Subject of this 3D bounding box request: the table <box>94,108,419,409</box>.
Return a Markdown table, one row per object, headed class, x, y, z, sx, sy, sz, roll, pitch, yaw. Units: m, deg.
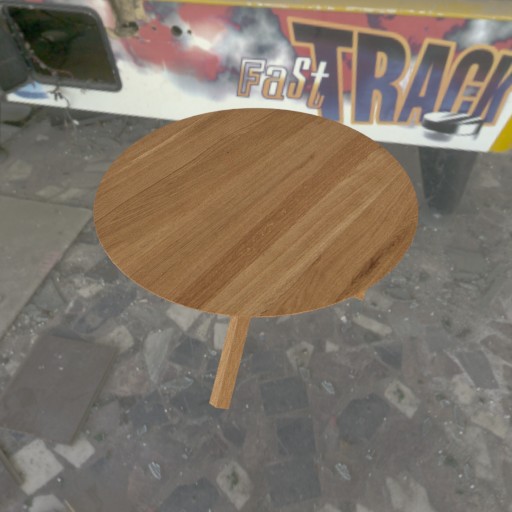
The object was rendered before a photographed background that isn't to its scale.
| class | x | y | z | sx | sy | sz | roll | pitch | yaw |
| --- | --- | --- | --- | --- | --- | --- | --- | --- | --- |
| table | 0.000 | 0.000 | 1.701 | 1.038 | 0.666 | 1.038 | 0 | 47 | 0 |
